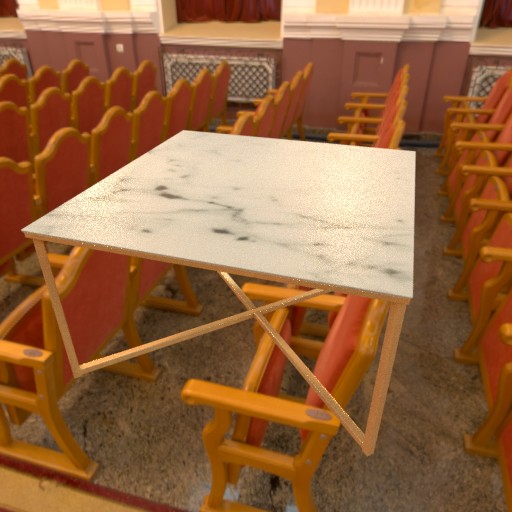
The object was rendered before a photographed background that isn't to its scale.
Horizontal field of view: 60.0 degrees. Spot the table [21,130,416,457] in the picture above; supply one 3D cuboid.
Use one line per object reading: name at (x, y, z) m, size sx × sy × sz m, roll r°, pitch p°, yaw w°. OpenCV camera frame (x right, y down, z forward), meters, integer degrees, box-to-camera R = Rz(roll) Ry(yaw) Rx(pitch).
table at (0.000, 0.000, 1.285) m, size 0.800 × 0.450 × 0.800 m, roll 9°, pitch 33°, yaw 15°
